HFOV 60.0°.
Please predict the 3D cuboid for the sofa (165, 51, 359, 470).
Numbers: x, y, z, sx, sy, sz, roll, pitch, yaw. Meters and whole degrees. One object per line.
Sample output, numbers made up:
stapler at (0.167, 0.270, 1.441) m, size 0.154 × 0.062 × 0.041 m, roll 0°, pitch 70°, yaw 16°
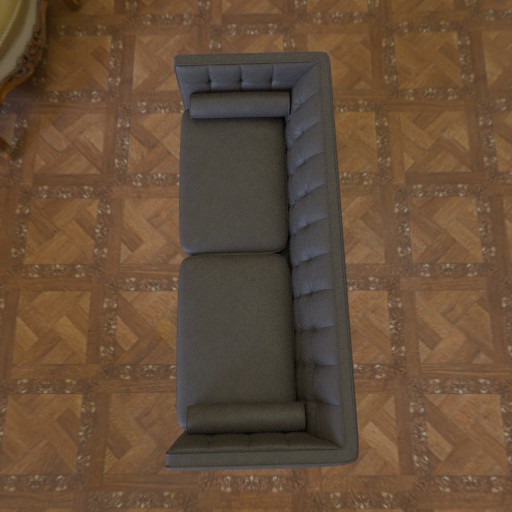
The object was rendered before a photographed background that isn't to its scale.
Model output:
sofa at (0.000, 0.000, 2.506) m, size 0.867 × 0.789 × 2.087 m, roll -1°, pitch 76°, yaw 0°
